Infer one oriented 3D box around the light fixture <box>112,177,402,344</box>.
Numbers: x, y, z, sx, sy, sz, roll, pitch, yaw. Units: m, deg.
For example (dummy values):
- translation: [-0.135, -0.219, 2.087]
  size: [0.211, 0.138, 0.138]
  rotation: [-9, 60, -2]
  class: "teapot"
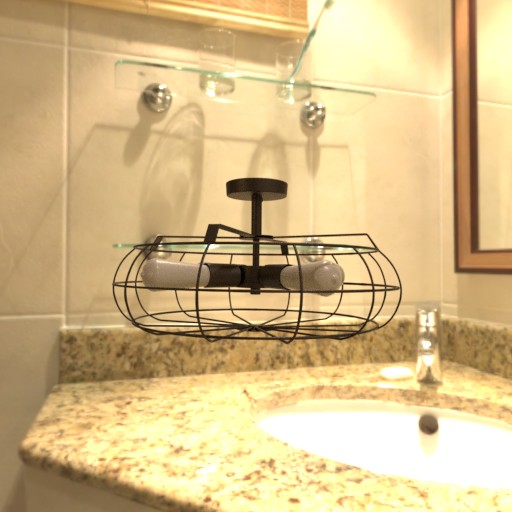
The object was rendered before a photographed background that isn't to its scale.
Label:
- translation: [0.000, 0.000, 0.943]
  size: [0.582, 0.311, 0.582]
  rotation: [0, -1, 0]
  class: "light fixture"
